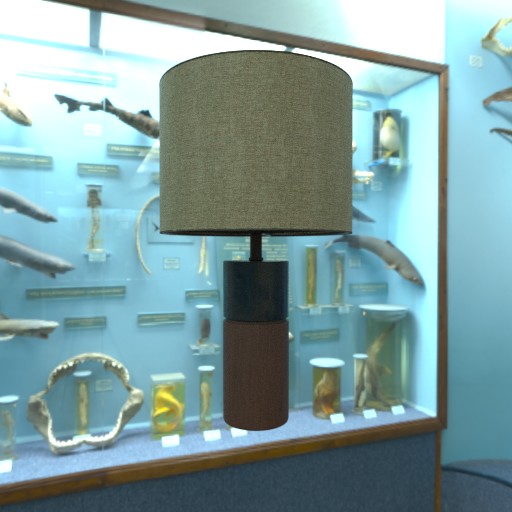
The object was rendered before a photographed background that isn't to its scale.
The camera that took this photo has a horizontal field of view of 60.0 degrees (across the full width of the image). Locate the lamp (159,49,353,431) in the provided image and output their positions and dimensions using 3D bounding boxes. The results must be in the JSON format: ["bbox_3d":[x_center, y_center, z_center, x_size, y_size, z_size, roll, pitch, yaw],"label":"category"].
[{"bbox_3d":[0.000,0.000,0.475,0.202,0.350,0.202,0,1,0],"label":"lamp"}]
